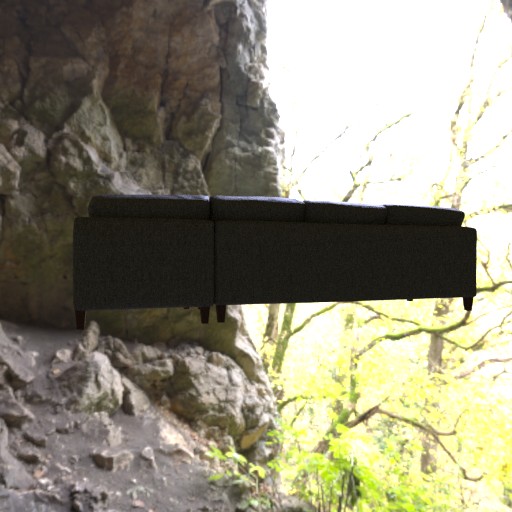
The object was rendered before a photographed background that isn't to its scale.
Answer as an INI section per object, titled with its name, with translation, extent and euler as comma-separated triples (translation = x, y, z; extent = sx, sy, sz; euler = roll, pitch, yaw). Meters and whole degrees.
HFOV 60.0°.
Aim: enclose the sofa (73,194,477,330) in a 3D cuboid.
[sofa]
translation = 0.000, 0.000, 4.555
extent = 3.302, 0.947, 2.593
euler = 0, 0, -18
